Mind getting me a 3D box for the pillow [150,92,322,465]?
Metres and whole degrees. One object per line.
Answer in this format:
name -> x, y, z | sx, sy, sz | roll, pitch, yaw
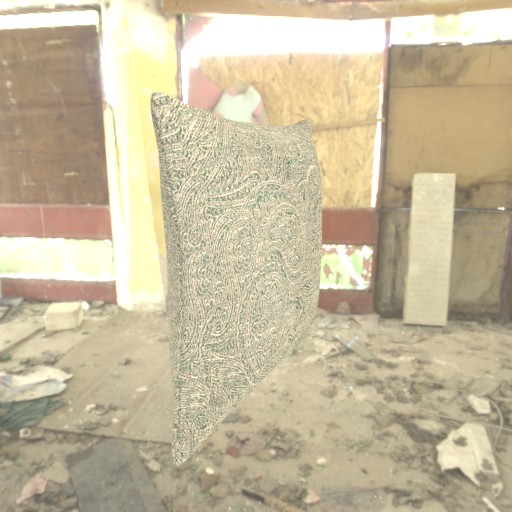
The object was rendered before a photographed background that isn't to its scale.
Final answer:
pillow -> 0.000, 0.000, 0.803 | 0.166, 0.507, 0.526 | 7, 15, 26
